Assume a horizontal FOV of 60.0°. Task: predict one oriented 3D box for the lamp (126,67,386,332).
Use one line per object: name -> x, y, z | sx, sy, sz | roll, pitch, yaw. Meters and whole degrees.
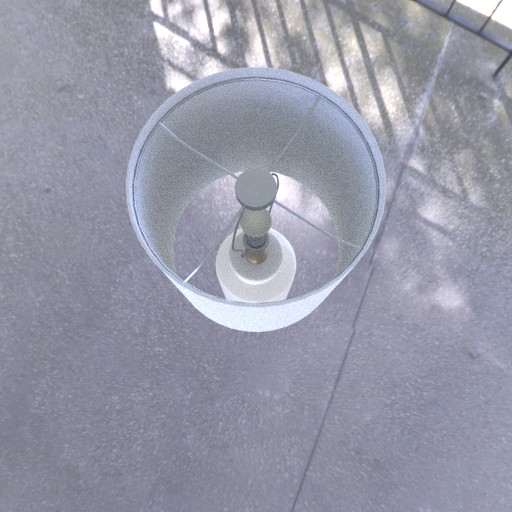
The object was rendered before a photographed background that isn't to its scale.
lamp -> 0.000, 0.000, 0.599 | 0.212, 0.493, 0.212 | 33, 78, 8
